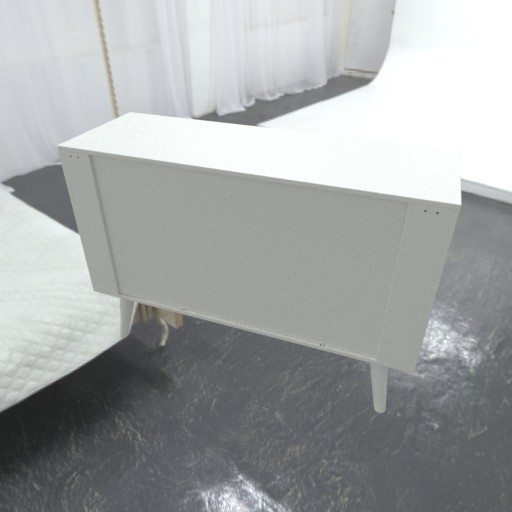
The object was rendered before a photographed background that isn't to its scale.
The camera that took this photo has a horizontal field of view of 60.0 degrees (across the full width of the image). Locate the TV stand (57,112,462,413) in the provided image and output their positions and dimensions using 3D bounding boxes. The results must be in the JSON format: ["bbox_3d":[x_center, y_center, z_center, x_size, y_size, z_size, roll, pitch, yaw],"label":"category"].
[{"bbox_3d":[0.000,0.000,1.608,1.193,0.812,0.406,12,35,17],"label":"TV stand"}]
